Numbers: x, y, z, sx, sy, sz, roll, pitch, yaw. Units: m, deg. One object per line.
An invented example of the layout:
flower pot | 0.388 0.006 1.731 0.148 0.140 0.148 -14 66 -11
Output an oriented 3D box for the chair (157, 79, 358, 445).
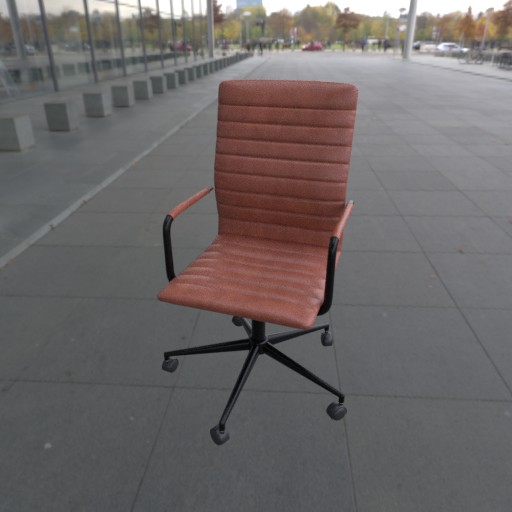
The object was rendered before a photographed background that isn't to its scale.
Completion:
chair | 0.000 0.000 1.236 0.600 0.878 0.578 9 27 17
